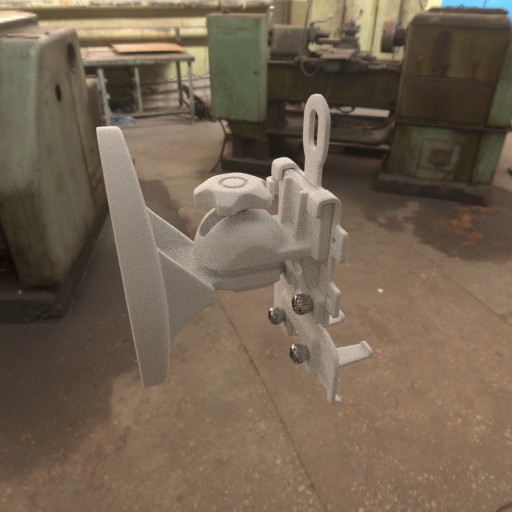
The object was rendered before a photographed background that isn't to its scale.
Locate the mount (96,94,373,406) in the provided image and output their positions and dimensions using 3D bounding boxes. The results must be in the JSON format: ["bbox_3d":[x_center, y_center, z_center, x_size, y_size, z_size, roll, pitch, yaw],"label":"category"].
[{"bbox_3d":[0.000,0.000,0.173,0.100,0.118,0.066,-10,33,-16],"label":"mount"}]
